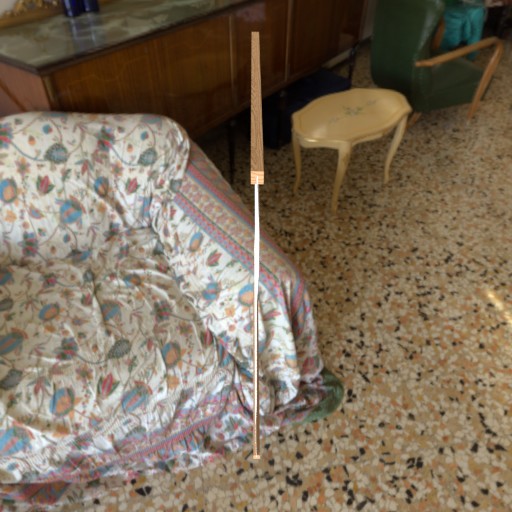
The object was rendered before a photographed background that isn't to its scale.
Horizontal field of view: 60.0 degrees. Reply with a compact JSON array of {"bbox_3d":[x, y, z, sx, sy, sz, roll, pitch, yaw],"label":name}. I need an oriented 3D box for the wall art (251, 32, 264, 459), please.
[{"bbox_3d":[0.000,0.000,1.301,0.020,1.016,0.739,0,42,0],"label":"wall art"}]
